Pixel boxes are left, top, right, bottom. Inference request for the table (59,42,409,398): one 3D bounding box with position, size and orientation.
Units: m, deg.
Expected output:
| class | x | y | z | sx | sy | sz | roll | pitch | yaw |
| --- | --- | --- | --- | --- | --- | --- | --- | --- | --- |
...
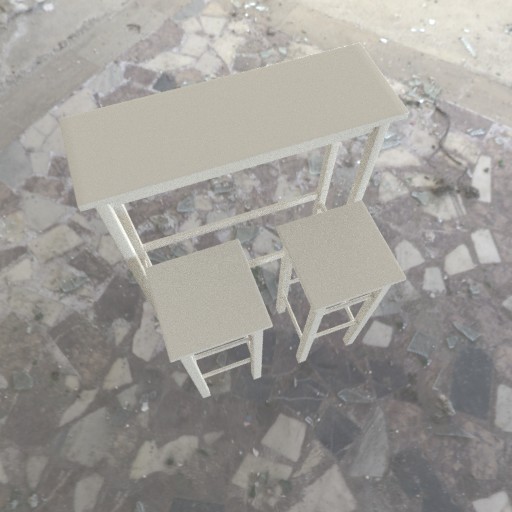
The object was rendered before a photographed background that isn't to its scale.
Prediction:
| class | x | y | z | sx | sy | sz | roll | pitch | yaw |
| --- | --- | --- | --- | --- | --- | --- | --- | --- | --- |
| table | 0.000 | 0.000 | 1.617 | 0.915 | 1.065 | 0.650 | -18 | 64 | -9 |
